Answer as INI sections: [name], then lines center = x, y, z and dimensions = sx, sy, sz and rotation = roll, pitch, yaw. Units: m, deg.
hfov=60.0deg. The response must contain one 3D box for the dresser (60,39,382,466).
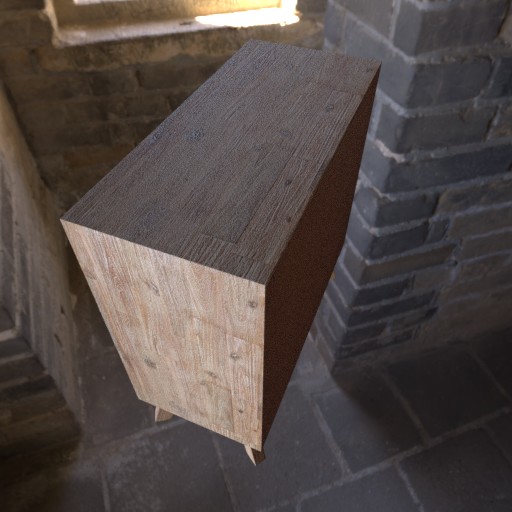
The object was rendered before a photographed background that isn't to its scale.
[dresser]
center = 0.000, 0.000, 1.538
dimensions = 0.455, 1.029, 0.998
rotation = 17, 50, 15
